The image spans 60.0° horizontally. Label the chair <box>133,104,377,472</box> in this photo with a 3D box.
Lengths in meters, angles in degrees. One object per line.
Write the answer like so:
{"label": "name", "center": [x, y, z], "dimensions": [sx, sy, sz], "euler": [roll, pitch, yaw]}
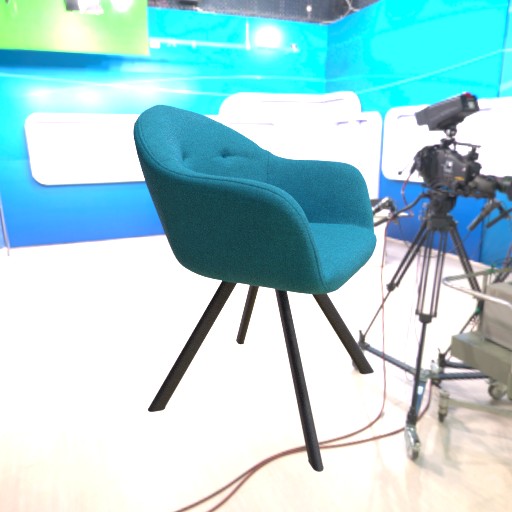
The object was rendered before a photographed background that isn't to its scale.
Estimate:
{"label": "chair", "center": [0.000, 0.000, 1.175], "dimensions": [0.565, 0.775, 0.545], "euler": [8, 17, 27]}
